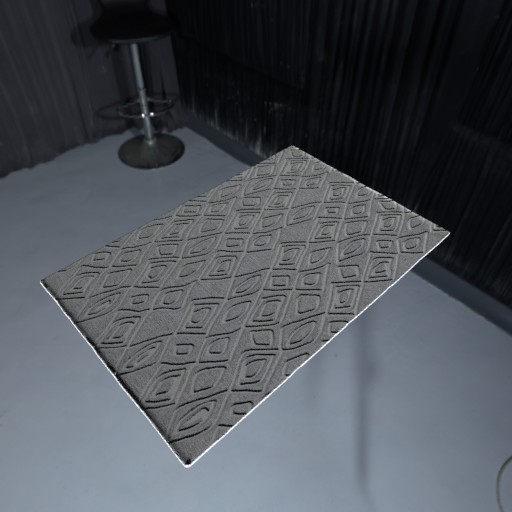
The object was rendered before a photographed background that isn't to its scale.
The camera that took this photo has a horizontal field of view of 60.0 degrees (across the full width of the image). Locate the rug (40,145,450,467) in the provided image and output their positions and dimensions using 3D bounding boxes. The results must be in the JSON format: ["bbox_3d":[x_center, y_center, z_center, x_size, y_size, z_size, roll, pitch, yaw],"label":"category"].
[{"bbox_3d":[0.000,0.000,2.344,1.832,0.016,1.224,-34,55,-28],"label":"rug"}]
